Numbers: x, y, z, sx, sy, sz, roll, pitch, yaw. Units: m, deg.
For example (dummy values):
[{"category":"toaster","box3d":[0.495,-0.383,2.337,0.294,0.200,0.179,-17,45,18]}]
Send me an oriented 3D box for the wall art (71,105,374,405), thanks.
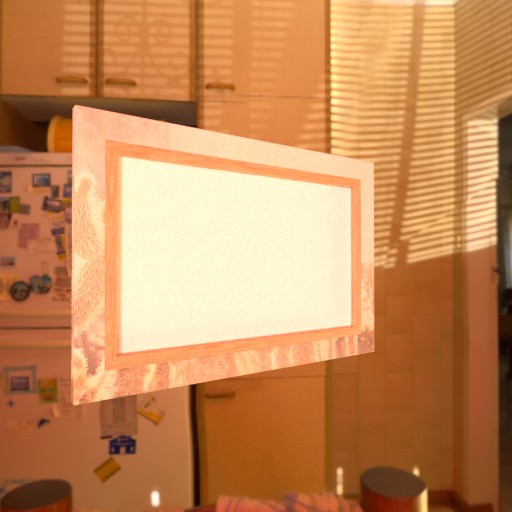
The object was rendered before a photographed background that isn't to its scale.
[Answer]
[{"category":"wall art","box3d":[0.000,0.000,1.948,1.525,1.012,0.038,0,-1,-35]}]
